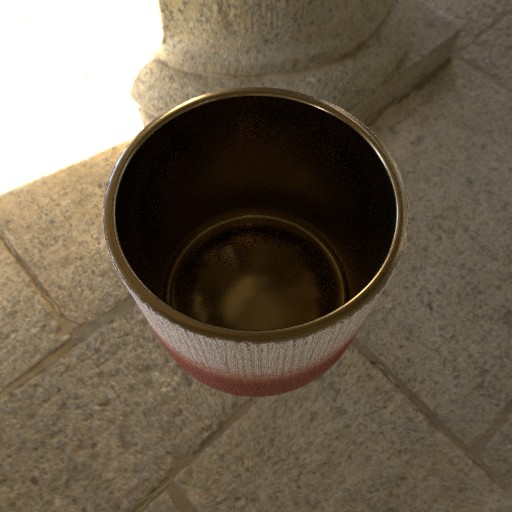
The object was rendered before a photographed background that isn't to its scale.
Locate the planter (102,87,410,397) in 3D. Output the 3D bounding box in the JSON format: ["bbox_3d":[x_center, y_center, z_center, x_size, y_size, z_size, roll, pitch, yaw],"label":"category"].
[{"bbox_3d":[0.000,0.000,0.459,0.254,0.221,0.254,0,63,0],"label":"planter"}]
